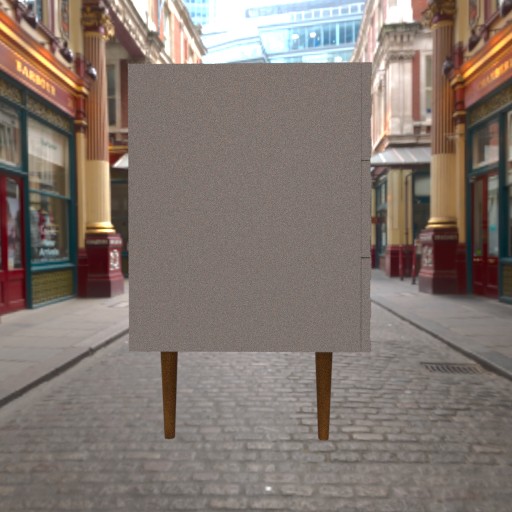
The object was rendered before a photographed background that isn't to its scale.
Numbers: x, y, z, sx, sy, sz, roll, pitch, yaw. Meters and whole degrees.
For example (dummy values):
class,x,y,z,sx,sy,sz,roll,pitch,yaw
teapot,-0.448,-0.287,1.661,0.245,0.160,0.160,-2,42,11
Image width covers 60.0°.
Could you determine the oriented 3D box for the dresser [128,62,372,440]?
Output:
class,x,y,z,sx,sy,sz,roll,pitch,yaw
dresser,0.000,0.000,1.271,0.457,0.721,0.905,0,1,1
